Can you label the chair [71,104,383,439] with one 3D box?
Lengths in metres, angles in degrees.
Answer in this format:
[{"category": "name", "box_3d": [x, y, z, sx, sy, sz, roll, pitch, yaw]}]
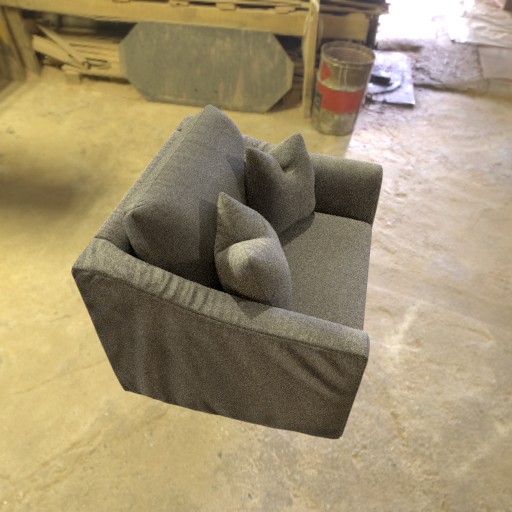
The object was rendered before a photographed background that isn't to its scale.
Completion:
[{"category": "chair", "box_3d": [0.000, 0.000, 2.092, 1.071, 1.059, 1.194, 10, 45, 10]}]
